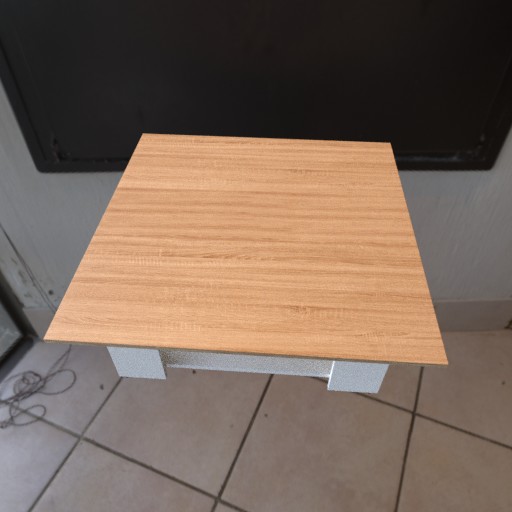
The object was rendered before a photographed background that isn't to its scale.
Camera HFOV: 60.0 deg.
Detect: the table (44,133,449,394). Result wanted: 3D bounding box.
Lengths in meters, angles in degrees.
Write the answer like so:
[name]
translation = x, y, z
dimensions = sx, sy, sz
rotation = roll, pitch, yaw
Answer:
[table]
translation = 0.000, 0.000, 1.388
dimensions = 0.890, 0.305, 0.890
rotation = 3, 46, 3
